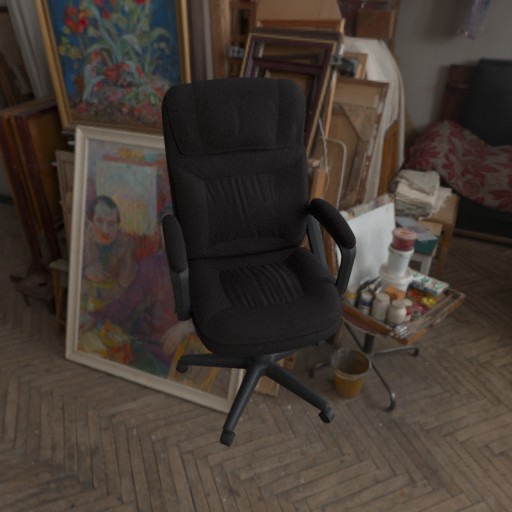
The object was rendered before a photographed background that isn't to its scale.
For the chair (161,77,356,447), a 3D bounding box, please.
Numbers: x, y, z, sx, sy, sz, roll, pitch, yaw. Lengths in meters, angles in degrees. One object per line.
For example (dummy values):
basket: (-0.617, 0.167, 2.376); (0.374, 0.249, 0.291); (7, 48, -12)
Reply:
chair: (0.000, 0.000, 1.597); (0.667, 1.105, 0.724); (-8, 33, -12)
